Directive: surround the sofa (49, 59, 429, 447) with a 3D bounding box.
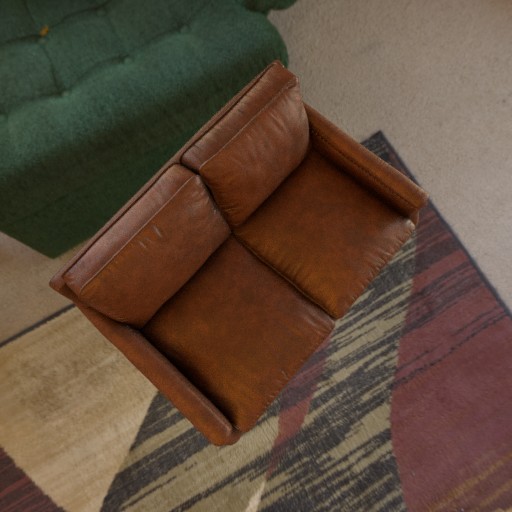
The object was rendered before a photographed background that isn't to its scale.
[{"bbox_3d":[0.000,0.000,2.285,1.083,1.003,1.628,41,79,9],"label":"sofa"}]
